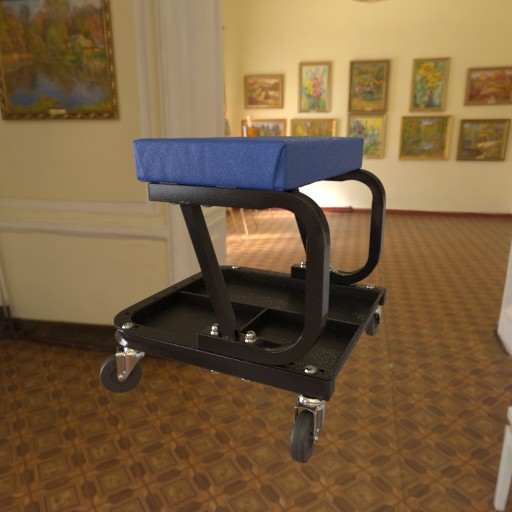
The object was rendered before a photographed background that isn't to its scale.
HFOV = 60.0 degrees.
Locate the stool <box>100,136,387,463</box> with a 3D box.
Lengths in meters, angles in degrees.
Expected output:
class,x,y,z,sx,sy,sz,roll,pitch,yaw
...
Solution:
class,x,y,z,sx,sy,sz,roll,pitch,yaw
stool,0.000,0.000,0.733,0.371,0.380,0.446,8,17,25
